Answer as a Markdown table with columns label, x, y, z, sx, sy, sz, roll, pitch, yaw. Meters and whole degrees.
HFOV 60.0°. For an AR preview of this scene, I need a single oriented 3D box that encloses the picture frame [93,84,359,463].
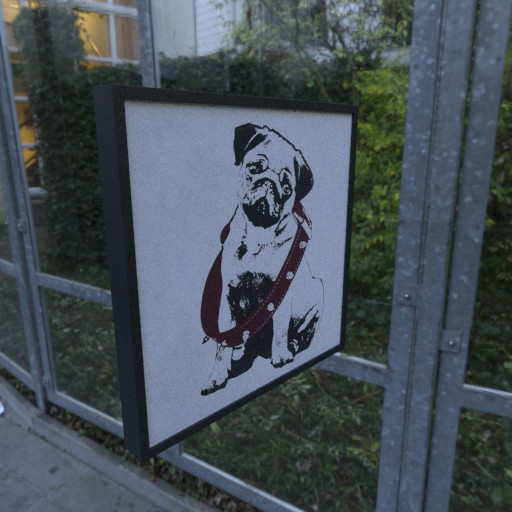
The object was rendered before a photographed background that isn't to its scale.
| label | x | y | z | sx | sy | sz | roll | pitch | yaw |
| --- | --- | --- | --- | --- | --- | --- | --- | --- | --- |
| picture frame | 0.000 | 0.000 | 0.472 | 0.317 | 0.317 | 0.030 | -15 | 21 | -43 |
